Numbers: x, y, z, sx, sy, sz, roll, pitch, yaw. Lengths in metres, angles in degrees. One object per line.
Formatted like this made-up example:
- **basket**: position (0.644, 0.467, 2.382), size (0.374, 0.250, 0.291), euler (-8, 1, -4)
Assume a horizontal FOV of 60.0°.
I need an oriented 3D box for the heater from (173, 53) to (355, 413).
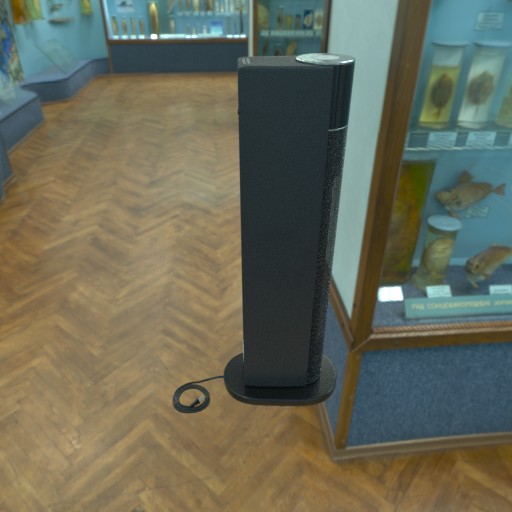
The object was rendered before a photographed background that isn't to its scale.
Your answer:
- **heater**: position (0.000, 0.000, 1.040), size (0.458, 0.856, 0.214), euler (-2, 32, -2)
